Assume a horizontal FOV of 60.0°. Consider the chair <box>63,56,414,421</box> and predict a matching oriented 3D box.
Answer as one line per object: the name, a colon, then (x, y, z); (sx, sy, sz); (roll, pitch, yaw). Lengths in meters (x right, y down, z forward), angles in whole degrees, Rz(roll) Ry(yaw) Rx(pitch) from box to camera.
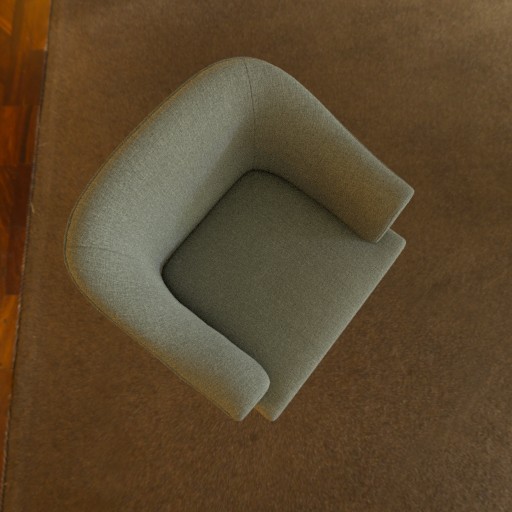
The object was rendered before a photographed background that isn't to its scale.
chair: (0.000, 0.000, 1.379); (0.704, 0.815, 0.798); (38, 79, 9)
